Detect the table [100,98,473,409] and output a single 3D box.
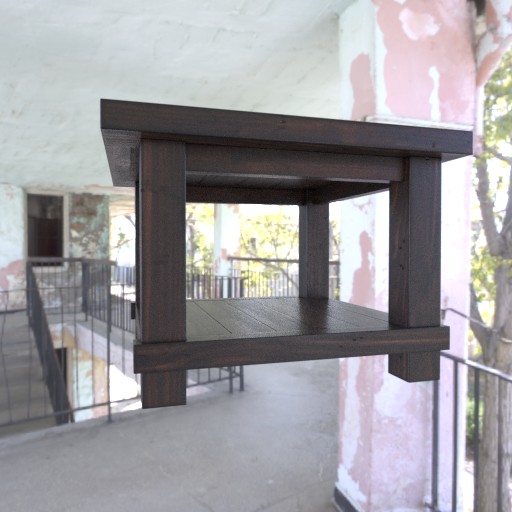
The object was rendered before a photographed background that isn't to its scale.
[{"bbox_3d":[0.000,0.000,0.964,0.606,0.437,0.593,0,1,-16],"label":"table"}]
